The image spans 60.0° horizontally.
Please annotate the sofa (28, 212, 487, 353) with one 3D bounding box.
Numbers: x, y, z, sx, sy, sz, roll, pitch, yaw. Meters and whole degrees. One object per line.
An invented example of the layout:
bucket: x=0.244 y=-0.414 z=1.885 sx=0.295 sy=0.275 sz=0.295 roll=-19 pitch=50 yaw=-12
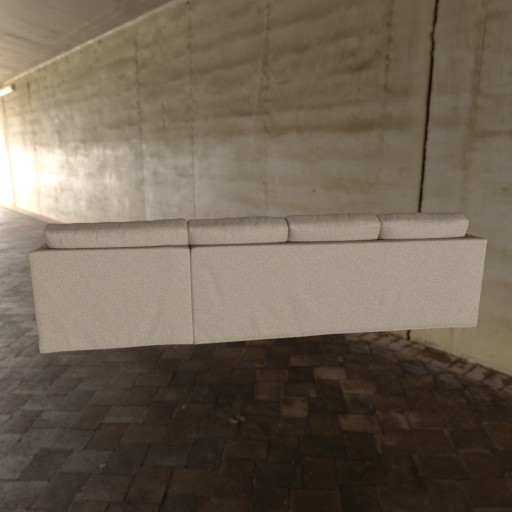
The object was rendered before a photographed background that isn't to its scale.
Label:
sofa: x=0.000 y=0.000 z=3.837 sx=3.206 sy=0.871 sz=1.622 roll=-2 pitch=13 yaw=-8
